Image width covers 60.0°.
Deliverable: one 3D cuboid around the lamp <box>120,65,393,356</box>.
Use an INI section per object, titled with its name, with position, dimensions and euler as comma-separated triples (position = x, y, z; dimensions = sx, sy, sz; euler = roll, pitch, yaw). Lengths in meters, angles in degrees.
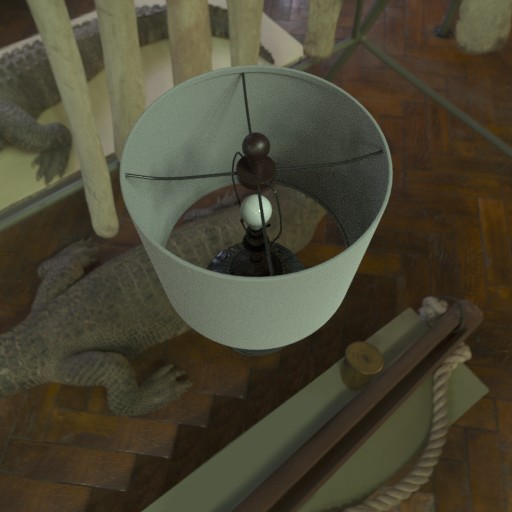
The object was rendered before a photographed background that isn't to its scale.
[lamp]
position = 0.000, 0.000, 0.740
dimensions = 0.318, 0.567, 0.318
euler = 0, 62, 0
